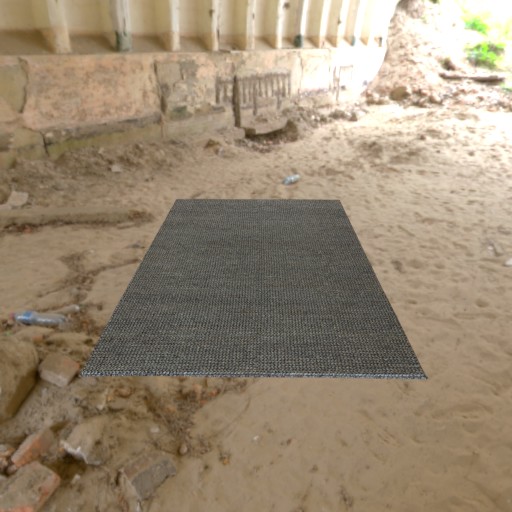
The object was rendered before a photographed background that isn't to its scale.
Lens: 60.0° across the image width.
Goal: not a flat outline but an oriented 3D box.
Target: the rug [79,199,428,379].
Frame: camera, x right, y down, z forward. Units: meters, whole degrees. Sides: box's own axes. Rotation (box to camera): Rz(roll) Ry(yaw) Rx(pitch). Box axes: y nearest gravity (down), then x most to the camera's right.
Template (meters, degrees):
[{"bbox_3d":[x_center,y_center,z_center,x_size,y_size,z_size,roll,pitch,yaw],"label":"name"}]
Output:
[{"bbox_3d":[0.000,0.000,3.046,1.538,0.021,2.443,0,26,1],"label":"rug"}]
